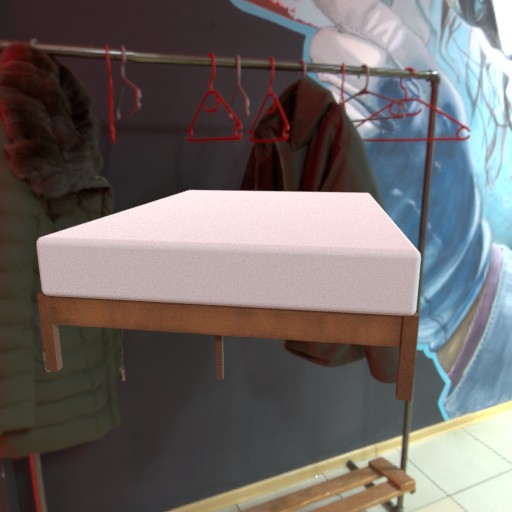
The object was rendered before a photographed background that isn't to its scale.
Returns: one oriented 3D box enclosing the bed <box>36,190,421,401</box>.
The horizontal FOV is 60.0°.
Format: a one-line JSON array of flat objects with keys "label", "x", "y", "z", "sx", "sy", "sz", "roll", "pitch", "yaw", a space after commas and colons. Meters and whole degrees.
[{"label": "bed", "x": 0.000, "y": 0.000, "z": 2.716, "sx": 1.529, "sy": 0.593, "sz": 2.050, "roll": 2, "pitch": 14, "yaw": 9}]
